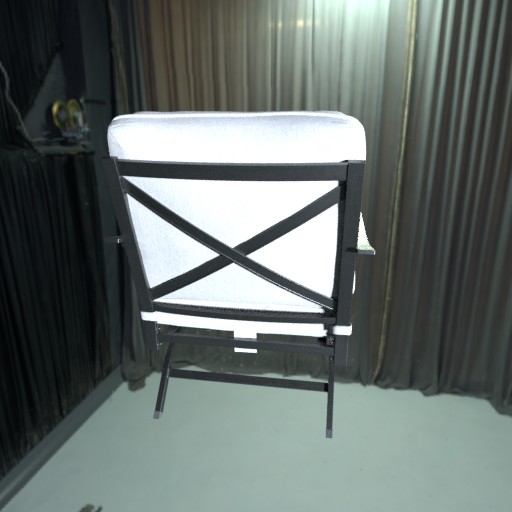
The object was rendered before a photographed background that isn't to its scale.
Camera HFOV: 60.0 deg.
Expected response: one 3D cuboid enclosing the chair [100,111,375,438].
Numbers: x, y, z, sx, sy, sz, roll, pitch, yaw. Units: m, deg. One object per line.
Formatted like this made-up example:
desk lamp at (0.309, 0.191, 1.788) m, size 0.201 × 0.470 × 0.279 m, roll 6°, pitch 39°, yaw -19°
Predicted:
chair at (0.000, 0.000, 1.398) m, size 0.650 × 0.860 × 0.787 m, roll 3°, pitch 17°, yaw 9°
